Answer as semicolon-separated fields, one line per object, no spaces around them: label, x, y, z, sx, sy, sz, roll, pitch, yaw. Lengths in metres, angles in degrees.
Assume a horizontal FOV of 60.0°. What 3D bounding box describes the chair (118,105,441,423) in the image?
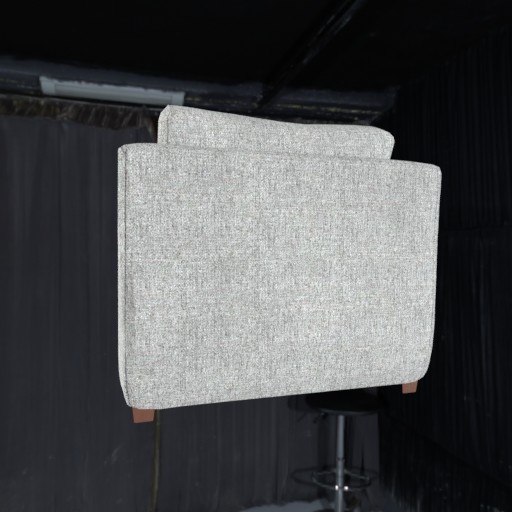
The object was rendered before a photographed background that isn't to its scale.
chair;0.000;0.000;1.913;1.138;1.037;1.009;0;0;-17
